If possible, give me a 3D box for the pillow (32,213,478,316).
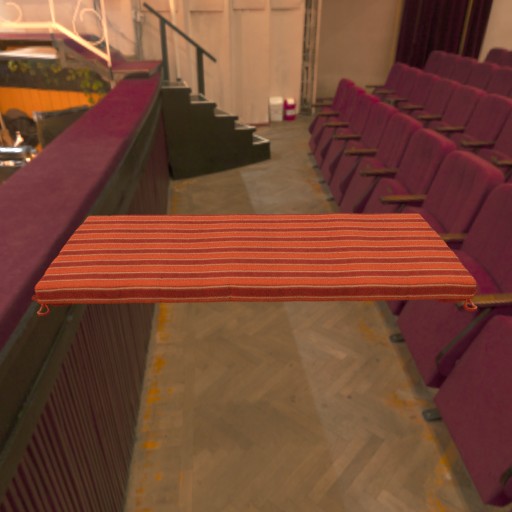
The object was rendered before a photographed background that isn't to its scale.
[{"bbox_3d":[0.000,0.000,1.325,1.187,0.081,0.492,-1,29,-1],"label":"pillow"}]
